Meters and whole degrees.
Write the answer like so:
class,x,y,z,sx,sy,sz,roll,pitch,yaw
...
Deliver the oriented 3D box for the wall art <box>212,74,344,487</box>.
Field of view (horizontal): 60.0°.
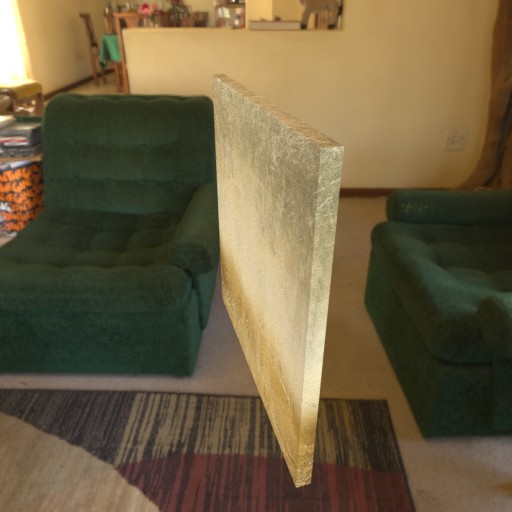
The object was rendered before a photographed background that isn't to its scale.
class,x,y,z,sx,sy,sz,roll,pitch,yaw
wall art,0.000,0.000,1.603,0.051,1.091,1.092,-8,31,-14
